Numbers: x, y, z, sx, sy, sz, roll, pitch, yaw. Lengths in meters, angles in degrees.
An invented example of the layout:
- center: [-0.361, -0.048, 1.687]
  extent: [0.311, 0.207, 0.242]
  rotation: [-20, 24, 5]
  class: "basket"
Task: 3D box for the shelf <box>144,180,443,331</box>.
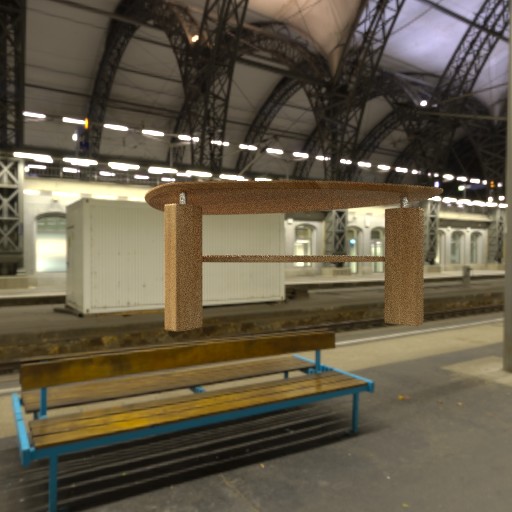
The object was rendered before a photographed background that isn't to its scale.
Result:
- center: [0.000, 0.000, 1.660]
  extent: [1.240, 0.439, 0.863]
  rotation: [0, 1, 36]
  class: "shelf"
